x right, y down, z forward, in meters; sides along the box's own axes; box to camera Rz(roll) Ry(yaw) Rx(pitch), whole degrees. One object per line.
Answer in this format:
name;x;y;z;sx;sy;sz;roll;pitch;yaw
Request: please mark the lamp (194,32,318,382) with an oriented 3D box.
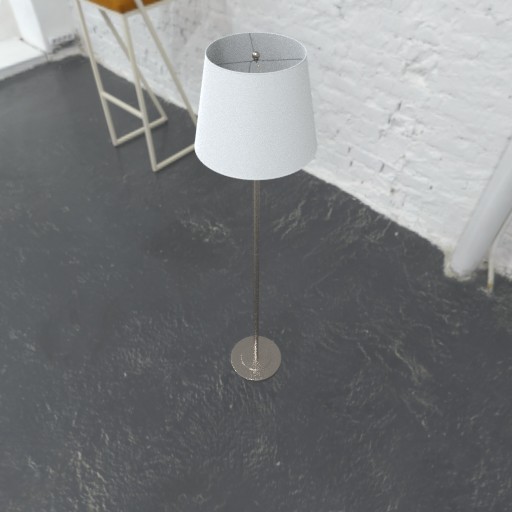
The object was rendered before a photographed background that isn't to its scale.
lamp;0.000;0.000;1.632;0.355;1.473;0.355;0;46;0
